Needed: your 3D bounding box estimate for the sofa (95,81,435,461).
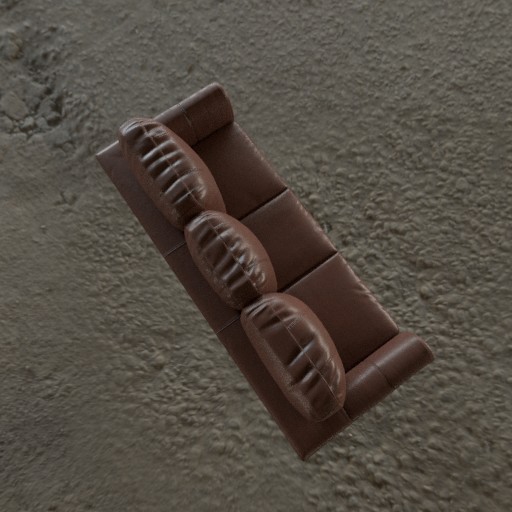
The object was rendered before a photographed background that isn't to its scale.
[{"bbox_3d":[0.000,0.000,2.344,0.802,0.915,1.862,-35,78,-9],"label":"sofa"}]
